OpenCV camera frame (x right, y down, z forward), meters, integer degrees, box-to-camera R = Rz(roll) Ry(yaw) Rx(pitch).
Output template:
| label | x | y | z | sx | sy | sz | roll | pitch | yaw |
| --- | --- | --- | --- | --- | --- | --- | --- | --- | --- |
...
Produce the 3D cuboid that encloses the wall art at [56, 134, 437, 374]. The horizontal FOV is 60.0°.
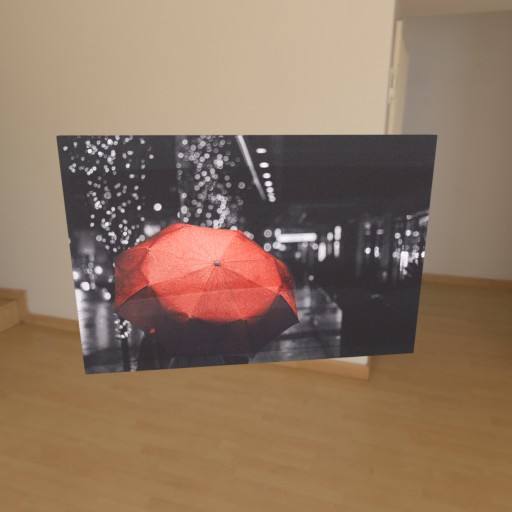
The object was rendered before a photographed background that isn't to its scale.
| label | x | y | z | sx | sy | sz | roll | pitch | yaw |
| --- | --- | --- | --- | --- | --- | --- | --- | --- | --- |
| wall art | 0.000 | 0.000 | 1.157 | 0.914 | 0.609 | 0.038 | -2 | 16 | -7 |
